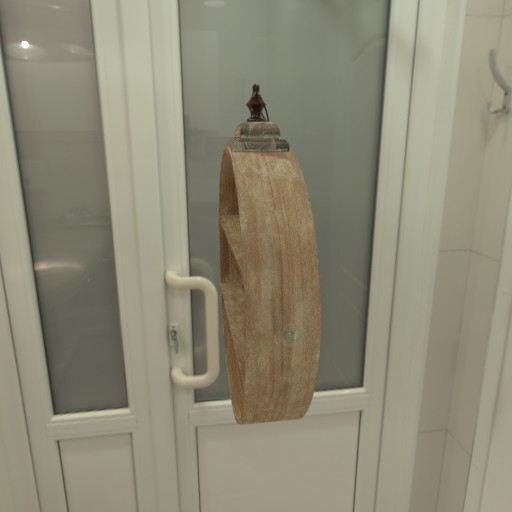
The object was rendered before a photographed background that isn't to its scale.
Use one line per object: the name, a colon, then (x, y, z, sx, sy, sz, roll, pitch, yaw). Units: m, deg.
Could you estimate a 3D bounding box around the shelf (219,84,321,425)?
shelf: (0.000, 0.000, 0.997, 0.125, 0.725, 0.601, -2, 16, -8)
